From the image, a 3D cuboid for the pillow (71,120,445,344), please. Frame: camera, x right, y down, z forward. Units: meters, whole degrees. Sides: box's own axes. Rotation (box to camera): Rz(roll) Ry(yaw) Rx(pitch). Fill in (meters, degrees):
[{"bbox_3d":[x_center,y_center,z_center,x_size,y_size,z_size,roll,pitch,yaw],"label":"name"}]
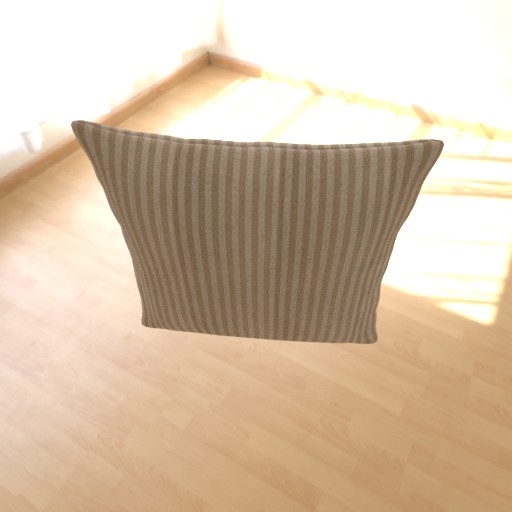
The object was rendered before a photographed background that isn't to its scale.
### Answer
[{"bbox_3d":[0.000,0.000,0.794,0.523,0.510,0.166,4,47,4],"label":"pillow"}]
